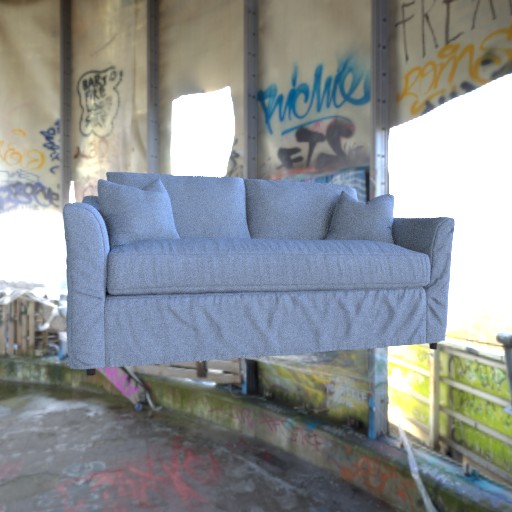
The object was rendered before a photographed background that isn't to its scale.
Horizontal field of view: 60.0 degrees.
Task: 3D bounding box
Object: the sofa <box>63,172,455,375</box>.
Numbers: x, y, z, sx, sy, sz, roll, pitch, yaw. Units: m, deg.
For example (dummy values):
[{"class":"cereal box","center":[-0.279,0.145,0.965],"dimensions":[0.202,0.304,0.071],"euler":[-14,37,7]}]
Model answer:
[{"class":"sofa","center":[0.000,0.000,2.619],"dimensions":[2.010,1.018,1.072],"euler":[0,0,-17]}]
